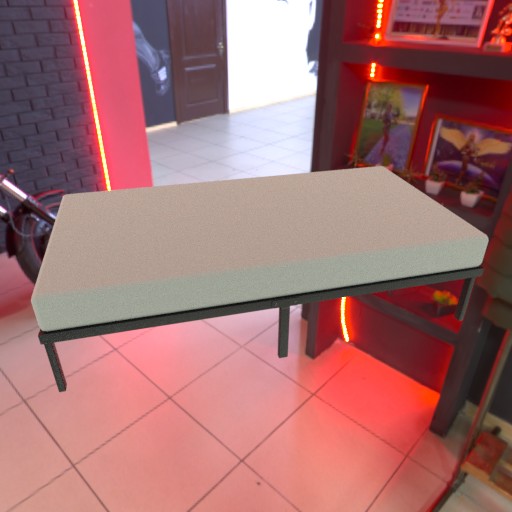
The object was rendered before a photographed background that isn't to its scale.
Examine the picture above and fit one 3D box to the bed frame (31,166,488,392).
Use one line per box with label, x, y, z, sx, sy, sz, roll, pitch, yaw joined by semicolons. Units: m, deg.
bed frame;0.000;0.000;3.152;2.635;0.680;1.393;-7;31;-12
